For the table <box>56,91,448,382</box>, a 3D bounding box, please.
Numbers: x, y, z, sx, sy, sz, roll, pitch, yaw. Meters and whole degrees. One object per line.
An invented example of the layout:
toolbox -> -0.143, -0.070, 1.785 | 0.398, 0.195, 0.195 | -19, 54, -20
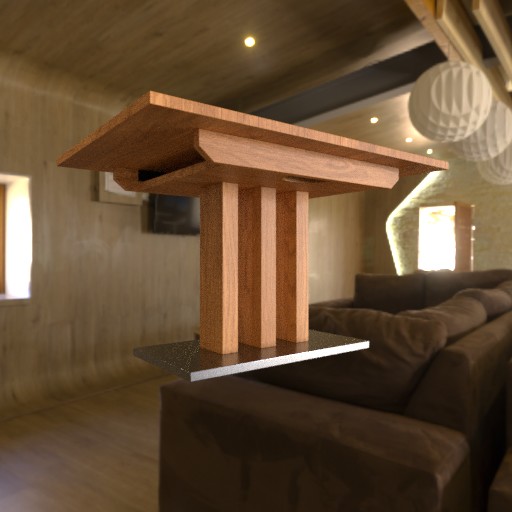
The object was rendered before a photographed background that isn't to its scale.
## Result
table -> 0.000, 0.000, 1.785 | 1.300, 0.770, 0.900 | 0, 0, -37
